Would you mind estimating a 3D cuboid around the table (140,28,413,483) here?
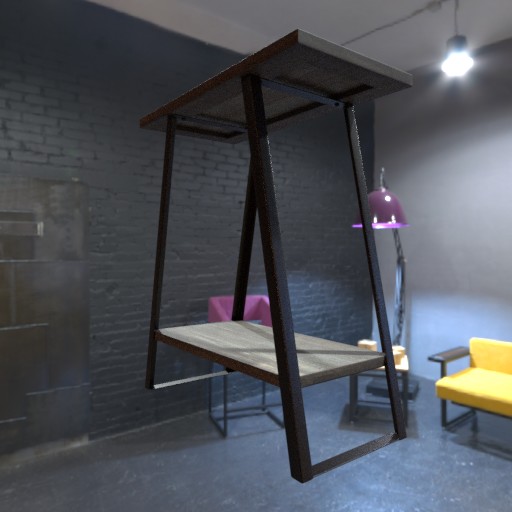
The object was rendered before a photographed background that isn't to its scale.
[{"bbox_3d":[0.000,0.000,1.004,0.300,0.701,0.599,-1,1,-37],"label":"table"}]
